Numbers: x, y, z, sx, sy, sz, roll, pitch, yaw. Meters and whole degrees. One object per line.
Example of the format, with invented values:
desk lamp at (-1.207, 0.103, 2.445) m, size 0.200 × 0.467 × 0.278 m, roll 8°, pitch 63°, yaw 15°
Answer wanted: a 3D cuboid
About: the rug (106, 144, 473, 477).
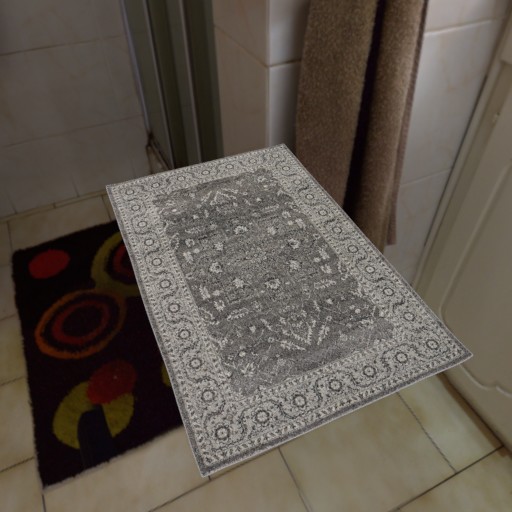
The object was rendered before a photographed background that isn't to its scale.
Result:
rug at (0.000, 0.000, 2.286) m, size 1.209 × 0.019 × 1.828 m, roll -17°, pitch 48°, yaw -16°
